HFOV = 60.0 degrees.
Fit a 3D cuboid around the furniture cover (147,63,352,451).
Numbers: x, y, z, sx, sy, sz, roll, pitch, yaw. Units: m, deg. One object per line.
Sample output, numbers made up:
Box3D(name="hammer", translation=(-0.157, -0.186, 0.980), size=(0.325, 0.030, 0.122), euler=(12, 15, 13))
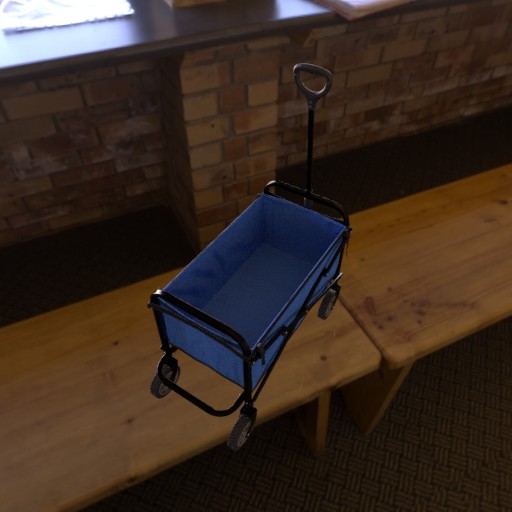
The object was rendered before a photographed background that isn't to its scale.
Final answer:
Box3D(name="furniture cover", translation=(0.000, 0.000, 1.814), size=(0.532, 1.295, 1.038), euler=(25, 51, 22))
